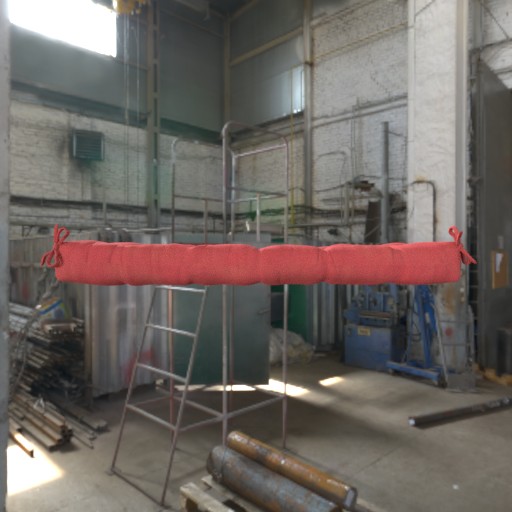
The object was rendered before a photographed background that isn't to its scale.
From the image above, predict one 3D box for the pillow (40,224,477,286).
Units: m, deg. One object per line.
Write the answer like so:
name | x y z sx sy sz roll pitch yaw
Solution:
pillow | 0.000 0.000 1.392 1.194 0.174 0.511 0 0 0
